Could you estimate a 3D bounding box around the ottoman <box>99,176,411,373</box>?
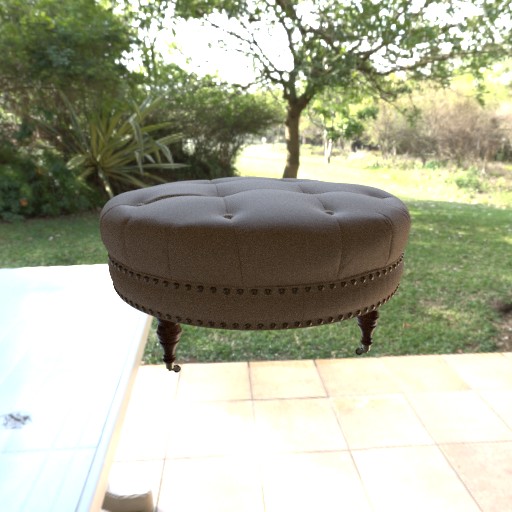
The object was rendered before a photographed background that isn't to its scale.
[{"bbox_3d":[0.000,0.000,1.445,0.940,0.483,0.940,0,16,0],"label":"ottoman"}]
